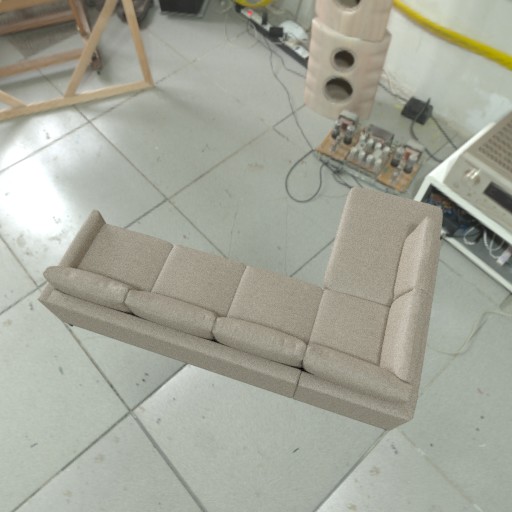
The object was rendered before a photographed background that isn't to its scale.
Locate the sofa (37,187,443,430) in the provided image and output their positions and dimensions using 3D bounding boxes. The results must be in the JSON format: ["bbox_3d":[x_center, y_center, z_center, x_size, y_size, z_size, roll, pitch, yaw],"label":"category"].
[{"bbox_3d":[0.000,0.000,3.130,2.423,0.703,1.617,16,63,9],"label":"sofa"}]
